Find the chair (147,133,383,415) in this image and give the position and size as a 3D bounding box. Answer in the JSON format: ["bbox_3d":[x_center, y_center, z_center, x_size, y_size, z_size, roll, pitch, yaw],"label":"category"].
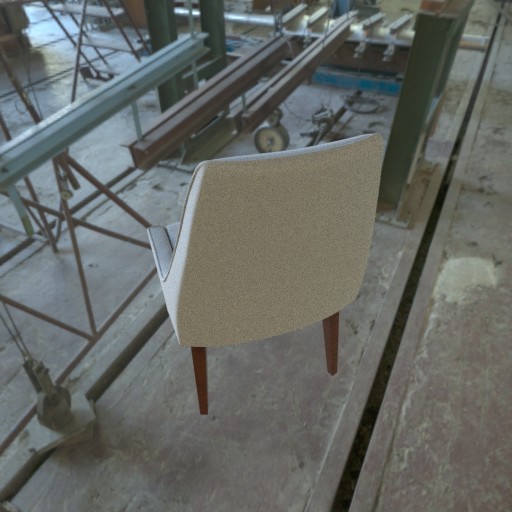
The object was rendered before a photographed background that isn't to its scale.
[{"bbox_3d":[0.000,0.000,1.219,0.529,0.861,0.544,-13,42,-14],"label":"chair"}]
